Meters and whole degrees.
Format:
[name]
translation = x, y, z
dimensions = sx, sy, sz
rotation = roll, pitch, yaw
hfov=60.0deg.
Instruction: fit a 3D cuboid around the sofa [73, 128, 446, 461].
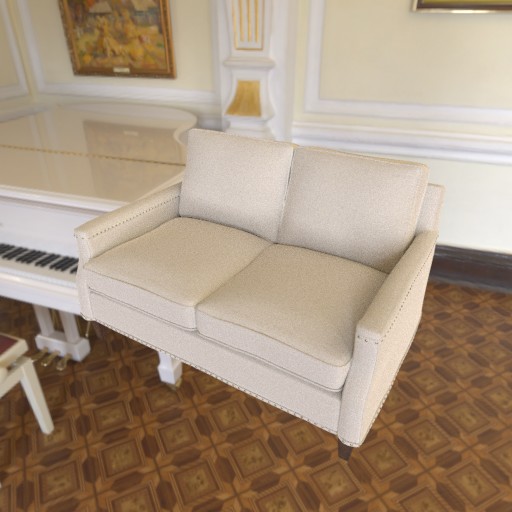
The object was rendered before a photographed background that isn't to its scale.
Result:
[sofa]
translation = 0.000, 0.000, 2.257
dimensions = 1.597, 1.003, 1.084
rotation = 17, 33, 28
